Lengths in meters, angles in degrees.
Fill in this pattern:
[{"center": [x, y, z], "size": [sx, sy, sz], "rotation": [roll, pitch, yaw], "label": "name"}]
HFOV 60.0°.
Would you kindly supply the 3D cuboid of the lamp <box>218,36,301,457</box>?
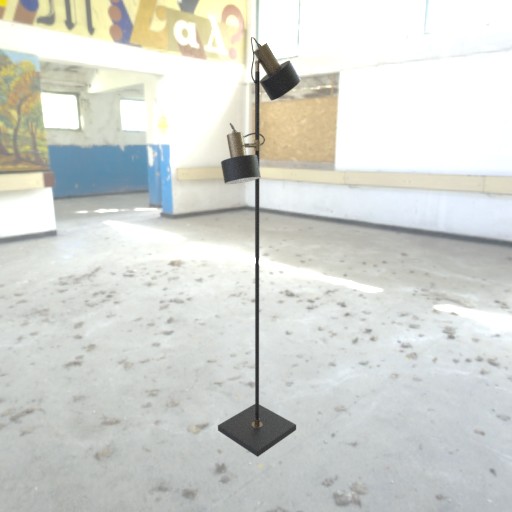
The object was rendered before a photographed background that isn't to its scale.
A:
[{"center": [0.000, 0.000, 1.665], "size": [0.233, 1.505, 0.315], "rotation": [13, 19, 43], "label": "lamp"}]
